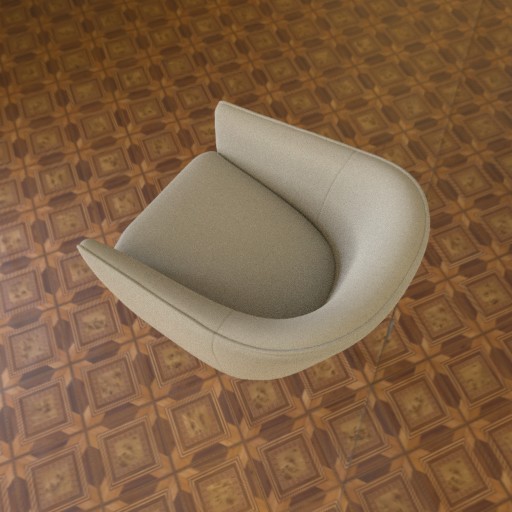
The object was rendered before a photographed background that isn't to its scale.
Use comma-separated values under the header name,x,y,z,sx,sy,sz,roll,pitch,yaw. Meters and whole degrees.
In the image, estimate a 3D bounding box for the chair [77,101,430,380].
name,x,y,z,sx,sy,sz,roll,pitch,yaw
chair,0.000,0.000,1.474,0.875,0.799,0.747,32,68,15
